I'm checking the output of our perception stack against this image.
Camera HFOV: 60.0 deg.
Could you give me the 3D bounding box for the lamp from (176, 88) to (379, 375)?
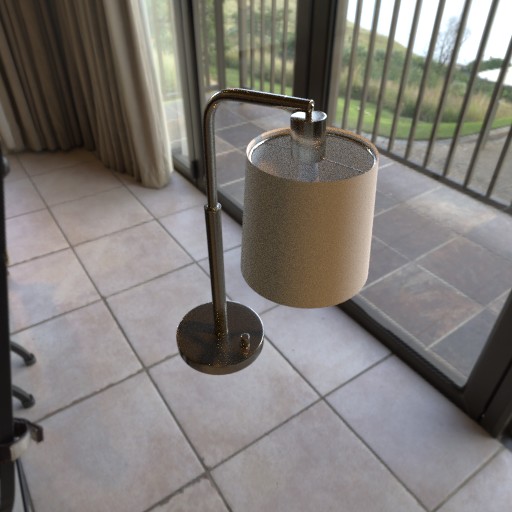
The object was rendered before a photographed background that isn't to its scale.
[{"bbox_3d":[0.000,0.000,0.654,0.333,0.489,0.171,25,45,28],"label":"lamp"}]
